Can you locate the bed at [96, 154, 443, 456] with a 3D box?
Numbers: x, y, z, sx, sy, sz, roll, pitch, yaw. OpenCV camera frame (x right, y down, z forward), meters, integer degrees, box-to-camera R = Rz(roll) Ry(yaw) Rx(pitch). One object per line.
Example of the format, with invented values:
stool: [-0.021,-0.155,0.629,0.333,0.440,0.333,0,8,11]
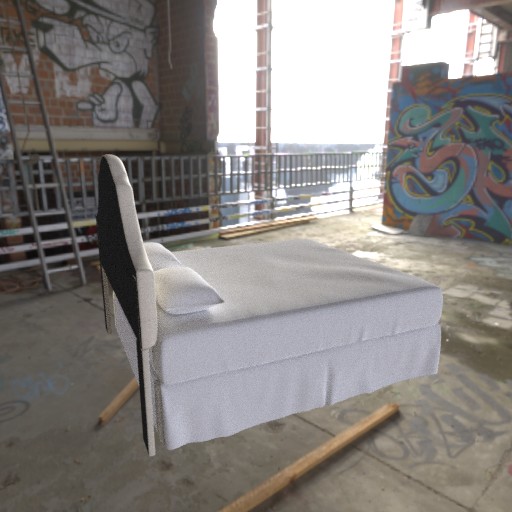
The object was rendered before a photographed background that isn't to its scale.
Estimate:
bed: [0.000,0.000,3.567,2.214,1.615,2.008,-7,16,-24]
